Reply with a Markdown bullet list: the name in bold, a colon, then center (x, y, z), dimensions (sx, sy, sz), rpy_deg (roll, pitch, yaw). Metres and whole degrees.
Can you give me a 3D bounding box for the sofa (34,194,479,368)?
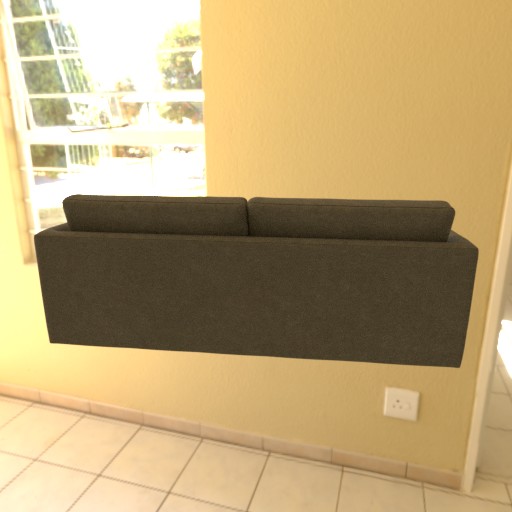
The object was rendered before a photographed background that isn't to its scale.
- **sofa**: center (0.000, 0.000, 2.764), dimensions (2.257, 0.838, 1.092), rpy_deg (2, 16, 7)
